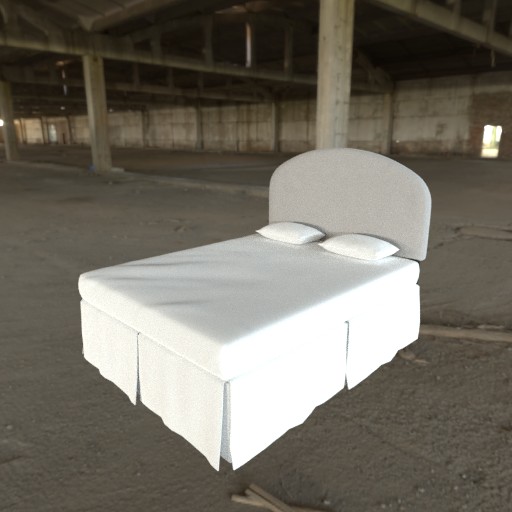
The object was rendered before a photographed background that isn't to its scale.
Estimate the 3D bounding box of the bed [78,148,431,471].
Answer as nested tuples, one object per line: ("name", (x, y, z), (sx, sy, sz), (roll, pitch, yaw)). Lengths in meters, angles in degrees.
("bed", (0.000, 0.000, 3.060), (1.607, 1.410, 2.005), (15, 21, 43))
